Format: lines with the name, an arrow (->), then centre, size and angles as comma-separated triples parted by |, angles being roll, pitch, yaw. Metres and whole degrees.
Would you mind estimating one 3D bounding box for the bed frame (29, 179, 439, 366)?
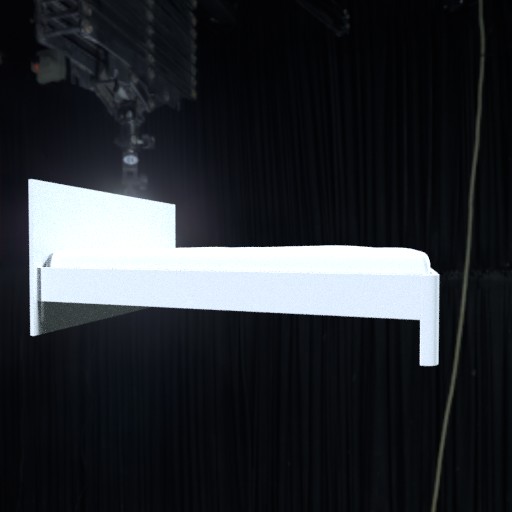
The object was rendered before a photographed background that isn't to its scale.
bed frame -> 0.000, 0.000, 2.670 | 1.950, 0.800, 1.490 | 0, 1, 18
